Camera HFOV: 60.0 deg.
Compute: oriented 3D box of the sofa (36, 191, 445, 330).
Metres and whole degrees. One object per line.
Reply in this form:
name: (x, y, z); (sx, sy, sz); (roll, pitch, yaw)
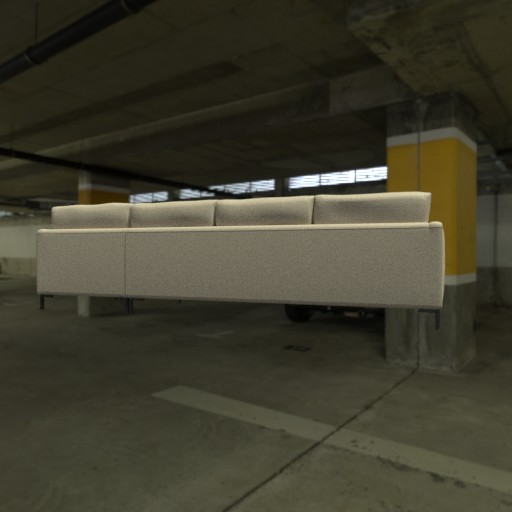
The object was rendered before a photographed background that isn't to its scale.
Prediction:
sofa: (0.000, 0.000, 3.616); (2.737, 0.756, 1.879); (0, 1, 18)
